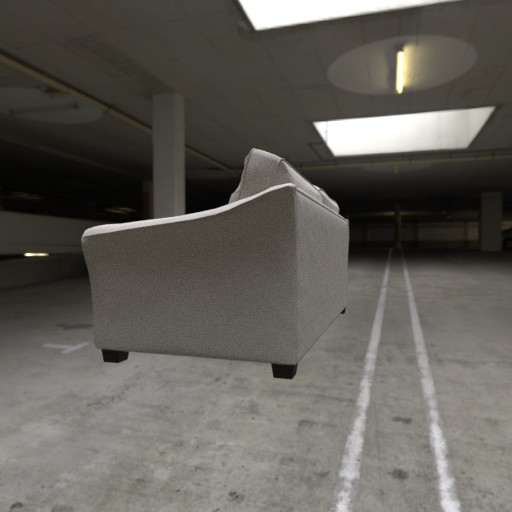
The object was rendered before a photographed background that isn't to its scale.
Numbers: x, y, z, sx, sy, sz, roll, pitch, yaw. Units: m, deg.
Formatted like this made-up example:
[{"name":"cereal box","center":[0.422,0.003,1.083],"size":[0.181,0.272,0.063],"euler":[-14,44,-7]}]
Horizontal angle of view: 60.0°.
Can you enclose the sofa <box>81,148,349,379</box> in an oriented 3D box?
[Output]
[{"name":"sofa","center":[0.000,0.000,2.865],"size":[0.980,0.965,2.270],"euler":[0,1,17]}]
